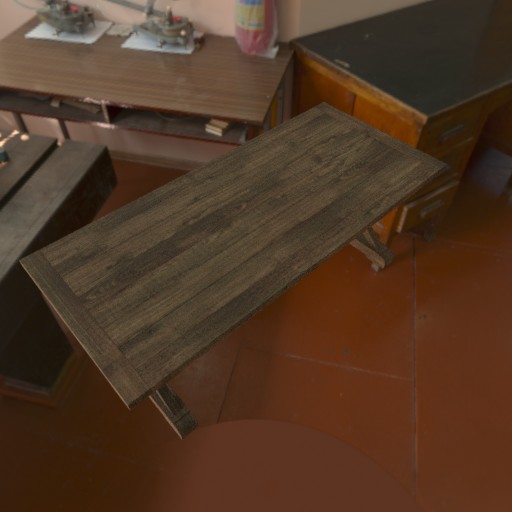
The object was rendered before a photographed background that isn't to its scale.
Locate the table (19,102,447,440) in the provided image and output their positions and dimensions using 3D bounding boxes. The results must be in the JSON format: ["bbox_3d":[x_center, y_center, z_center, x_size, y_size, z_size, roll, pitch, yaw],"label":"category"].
[{"bbox_3d":[0.000,0.000,2.481,2.031,0.733,0.907,-34,57,-27],"label":"table"}]
